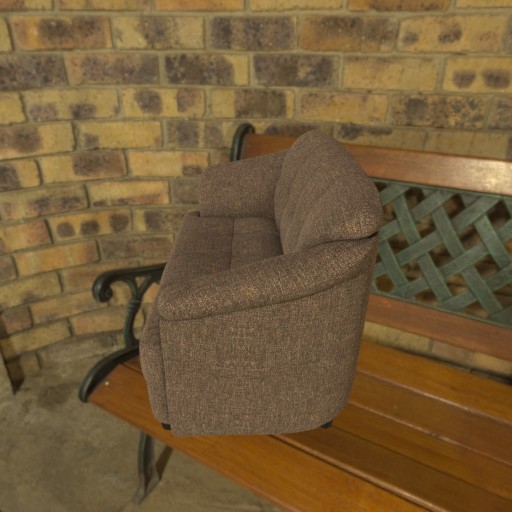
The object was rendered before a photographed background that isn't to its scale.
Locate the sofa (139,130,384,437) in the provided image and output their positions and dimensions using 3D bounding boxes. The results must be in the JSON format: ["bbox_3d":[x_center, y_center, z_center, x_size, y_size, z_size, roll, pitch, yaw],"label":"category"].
[{"bbox_3d":[0.000,0.000,1.954,0.799,0.895,1.404,0,27,-1],"label":"sofa"}]
